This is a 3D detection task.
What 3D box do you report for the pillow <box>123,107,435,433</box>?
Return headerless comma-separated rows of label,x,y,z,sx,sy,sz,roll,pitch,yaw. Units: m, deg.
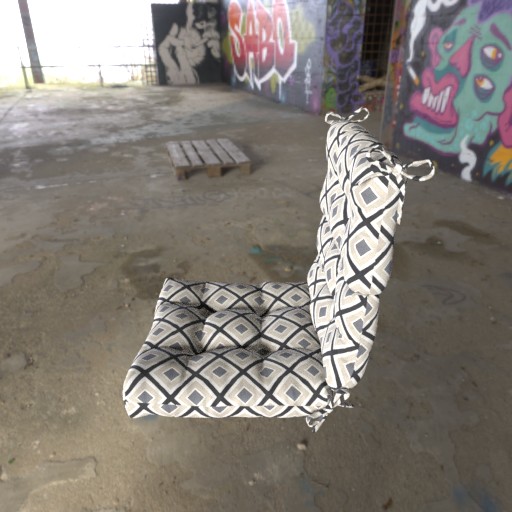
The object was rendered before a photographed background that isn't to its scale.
pillow,0.000,0.000,1.028,0.571,0.605,0.519,0,26,1
